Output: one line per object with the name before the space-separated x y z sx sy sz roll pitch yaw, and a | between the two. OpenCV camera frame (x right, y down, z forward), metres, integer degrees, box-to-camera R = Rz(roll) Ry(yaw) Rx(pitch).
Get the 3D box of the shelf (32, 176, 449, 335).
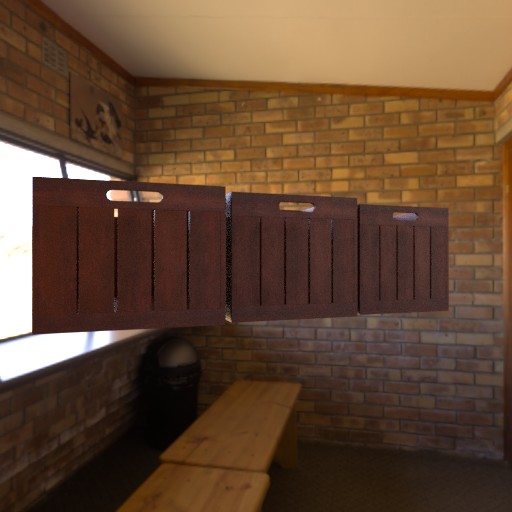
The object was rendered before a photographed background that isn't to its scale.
shelf | 0.000 0.000 1.226 1.064 0.311 0.393 0 0 -19
